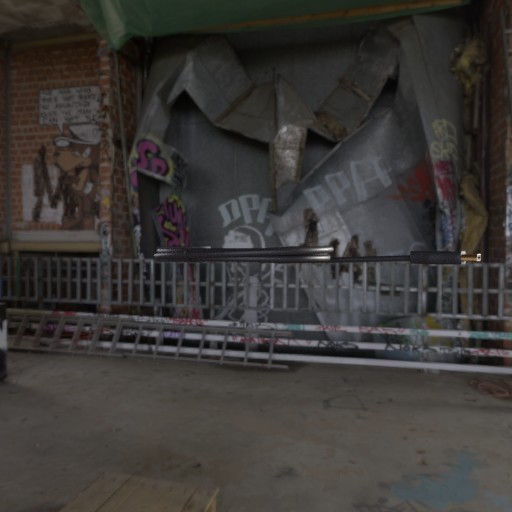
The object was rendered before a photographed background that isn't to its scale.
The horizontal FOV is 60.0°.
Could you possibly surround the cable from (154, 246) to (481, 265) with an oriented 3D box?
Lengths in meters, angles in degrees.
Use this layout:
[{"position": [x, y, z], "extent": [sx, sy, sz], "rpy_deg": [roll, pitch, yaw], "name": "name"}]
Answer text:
[{"position": [0.000, 0.000, 0.327], "extent": [0.281, 0.015, 0.136], "rpy_deg": [1, 1, 34], "name": "cable"}]
